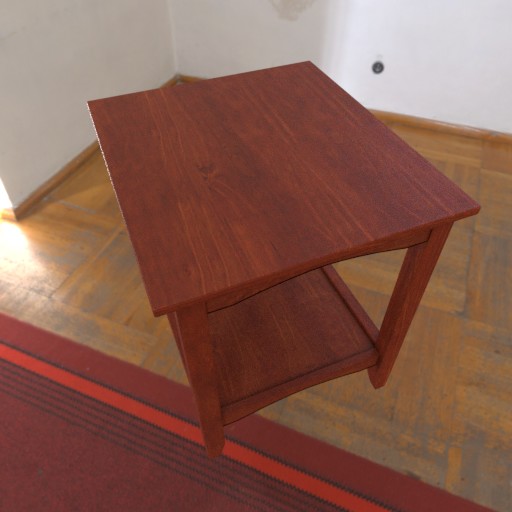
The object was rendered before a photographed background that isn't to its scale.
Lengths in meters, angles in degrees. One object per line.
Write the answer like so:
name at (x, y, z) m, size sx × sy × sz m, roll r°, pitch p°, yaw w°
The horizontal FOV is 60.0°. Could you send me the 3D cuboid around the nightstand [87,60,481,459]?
nightstand at (0.000, 0.000, 0.975) m, size 0.501 × 0.558 × 0.558 m, roll -17°, pitch 49°, yaw -15°
